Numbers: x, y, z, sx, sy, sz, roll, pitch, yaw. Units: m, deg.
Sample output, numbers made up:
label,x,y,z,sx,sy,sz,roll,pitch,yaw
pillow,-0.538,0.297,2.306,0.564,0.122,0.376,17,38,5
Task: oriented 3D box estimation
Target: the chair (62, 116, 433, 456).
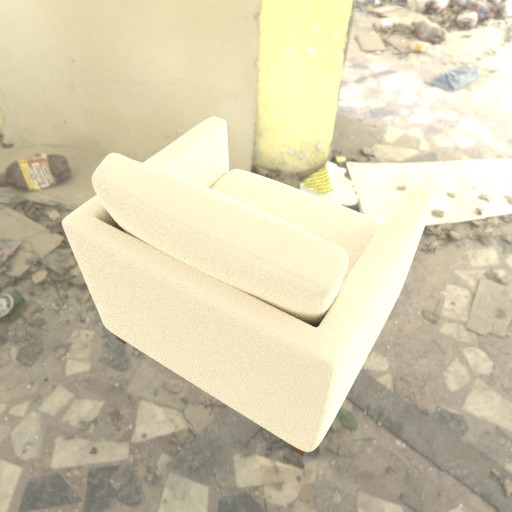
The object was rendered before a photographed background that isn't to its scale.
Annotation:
label,x,y,z,sx,sy,sz,roll,pitch,yaw
chair,0.000,0.000,1.694,1.019,0.885,0.878,25,51,22
